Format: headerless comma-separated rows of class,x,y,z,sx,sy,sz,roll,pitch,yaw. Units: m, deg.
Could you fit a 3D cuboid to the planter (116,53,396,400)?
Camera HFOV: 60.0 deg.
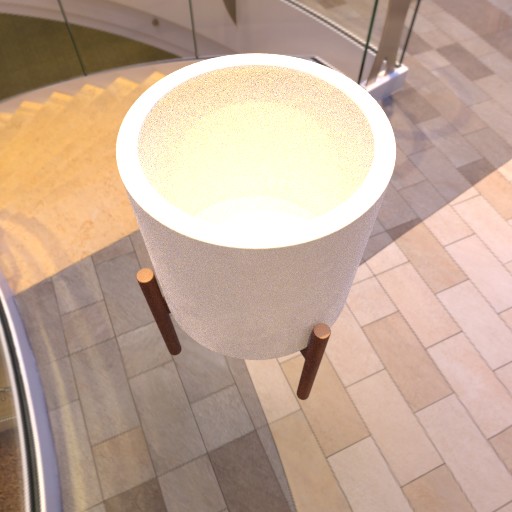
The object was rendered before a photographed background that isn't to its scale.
planter,0.000,0.000,0.948,0.417,0.670,0.417,17,58,11
